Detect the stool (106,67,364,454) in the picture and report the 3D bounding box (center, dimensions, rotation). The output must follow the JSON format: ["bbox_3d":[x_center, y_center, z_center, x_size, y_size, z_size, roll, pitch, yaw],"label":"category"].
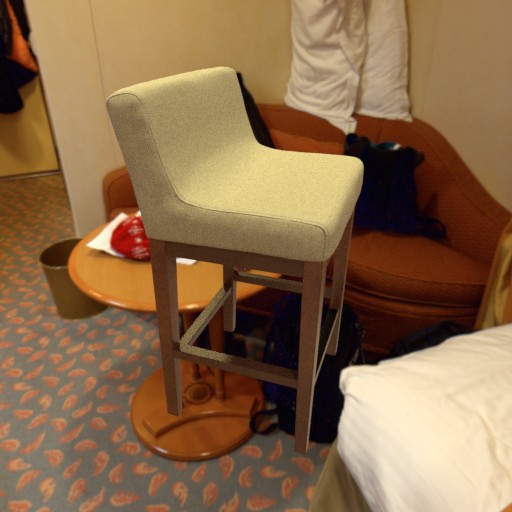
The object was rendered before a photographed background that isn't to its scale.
[{"bbox_3d":[0.000,0.000,1.247,0.500,0.937,0.511,10,30,17],"label":"stool"}]
